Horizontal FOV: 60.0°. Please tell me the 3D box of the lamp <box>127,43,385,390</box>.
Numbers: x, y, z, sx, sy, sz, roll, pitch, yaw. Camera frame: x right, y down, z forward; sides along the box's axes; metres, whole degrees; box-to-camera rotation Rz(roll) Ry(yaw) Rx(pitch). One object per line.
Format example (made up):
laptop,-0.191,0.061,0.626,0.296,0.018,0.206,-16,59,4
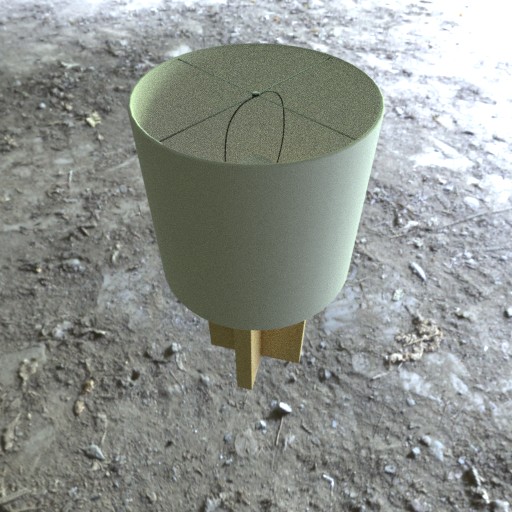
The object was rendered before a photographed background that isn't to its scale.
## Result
lamp,0.000,0.000,0.554,0.229,0.428,0.229,10,47,10
